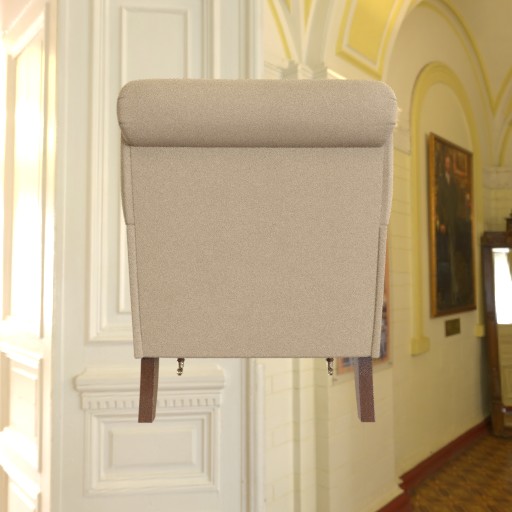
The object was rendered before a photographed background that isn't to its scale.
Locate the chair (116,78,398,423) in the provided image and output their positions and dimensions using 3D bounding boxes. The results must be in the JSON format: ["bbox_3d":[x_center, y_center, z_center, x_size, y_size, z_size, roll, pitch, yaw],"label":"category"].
[{"bbox_3d":[0.000,0.000,1.530,0.766,0.942,0.842,0,-3,-1],"label":"chair"}]
